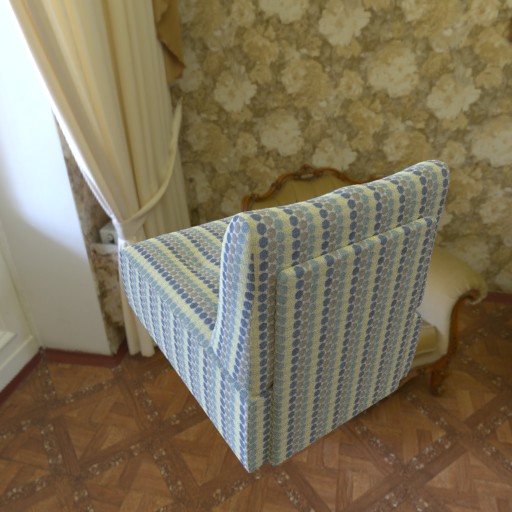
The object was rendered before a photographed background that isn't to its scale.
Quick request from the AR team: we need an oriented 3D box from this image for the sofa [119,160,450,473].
[{"bbox_3d":[0.000,0.000,1.578,0.700,0.820,1.000,-19,35,-29],"label":"sofa"}]
